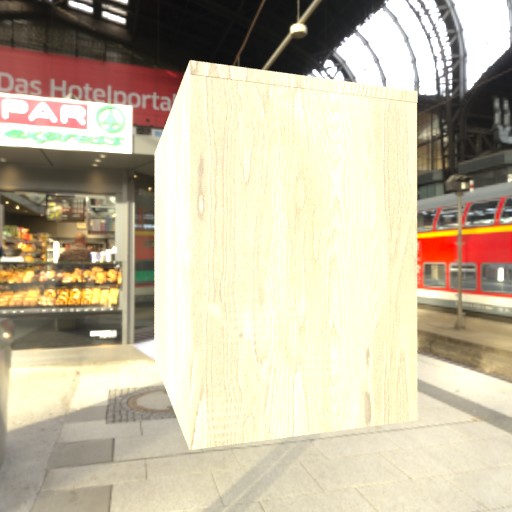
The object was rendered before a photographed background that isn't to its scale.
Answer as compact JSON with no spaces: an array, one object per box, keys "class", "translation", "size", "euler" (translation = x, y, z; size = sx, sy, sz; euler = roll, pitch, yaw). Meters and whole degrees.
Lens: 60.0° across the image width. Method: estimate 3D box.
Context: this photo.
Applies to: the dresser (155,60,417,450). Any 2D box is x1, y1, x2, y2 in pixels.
[{"class":"dresser","translation":[0.000,0.000,1.332],"size":[0.529,0.762,0.809],"euler":[0,0,-18]}]
